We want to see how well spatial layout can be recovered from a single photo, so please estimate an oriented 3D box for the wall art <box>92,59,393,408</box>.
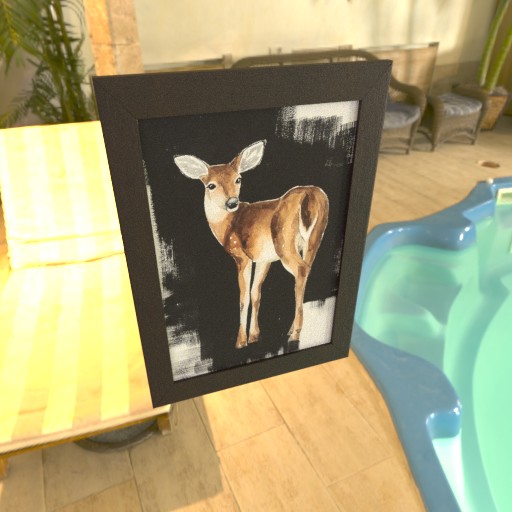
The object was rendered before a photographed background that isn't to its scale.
[{"bbox_3d":[0.000,0.000,0.642,0.359,0.508,0.013,-10,33,-16],"label":"wall art"}]
